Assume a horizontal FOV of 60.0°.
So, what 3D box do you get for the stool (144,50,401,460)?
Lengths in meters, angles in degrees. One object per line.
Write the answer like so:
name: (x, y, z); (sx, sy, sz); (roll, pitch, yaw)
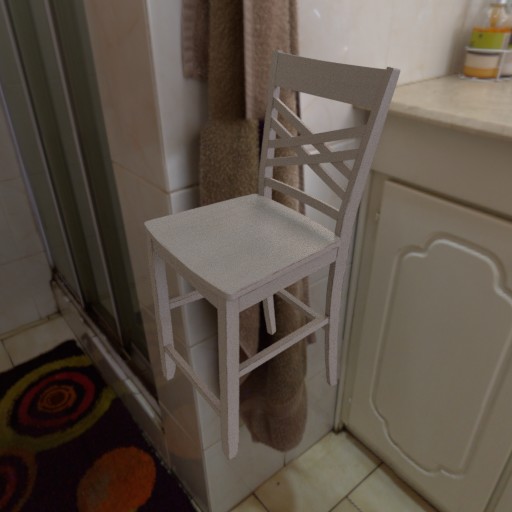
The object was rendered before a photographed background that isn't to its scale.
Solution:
stool: (0.000, 0.000, 1.352); (0.539, 1.079, 0.462); (-21, 37, -31)
